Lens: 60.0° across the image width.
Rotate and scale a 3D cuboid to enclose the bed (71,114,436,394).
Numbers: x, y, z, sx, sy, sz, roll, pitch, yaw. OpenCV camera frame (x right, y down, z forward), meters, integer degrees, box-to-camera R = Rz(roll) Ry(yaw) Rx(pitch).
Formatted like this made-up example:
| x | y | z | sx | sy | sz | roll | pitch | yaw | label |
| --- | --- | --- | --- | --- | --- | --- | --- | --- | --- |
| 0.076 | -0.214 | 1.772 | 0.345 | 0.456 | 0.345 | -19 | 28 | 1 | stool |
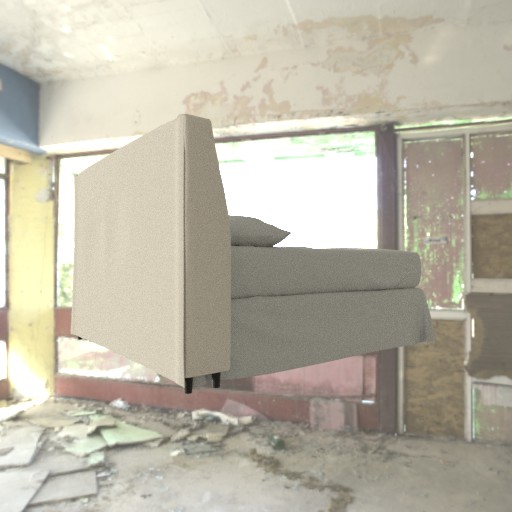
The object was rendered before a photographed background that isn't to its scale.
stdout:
| x | y | z | sx | sy | sz | roll | pitch | yaw | label |
| --- | --- | --- | --- | --- | --- | --- | --- | --- | --- |
| 0.000 | 0.000 | 3.467 | 2.276 | 1.332 | 1.925 | 1 | -1 | -37 | bed |
